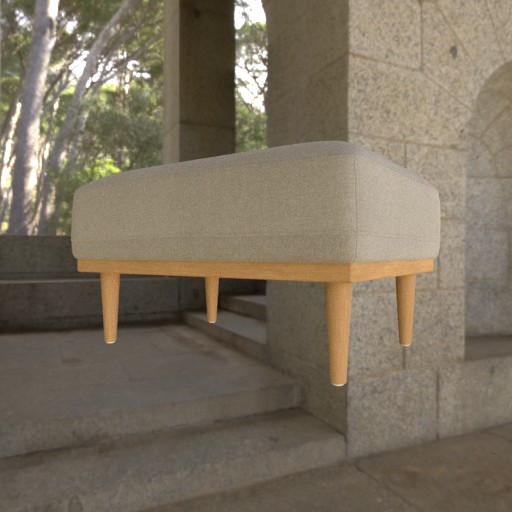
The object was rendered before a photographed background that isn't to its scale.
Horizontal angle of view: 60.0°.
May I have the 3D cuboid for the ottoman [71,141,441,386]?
[{"bbox_3d":[0.000,0.000,1.080,0.749,0.428,0.549,0,1,35],"label":"ottoman"}]
